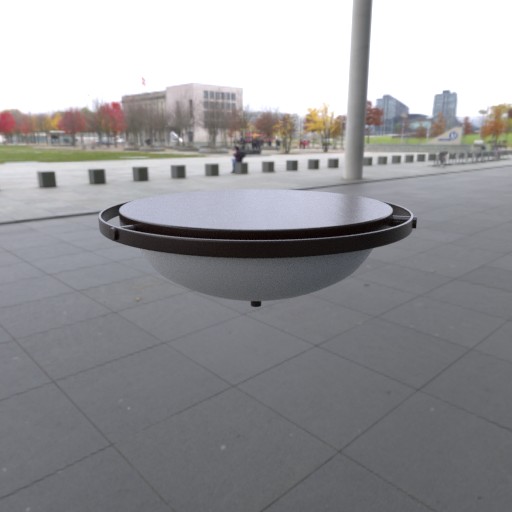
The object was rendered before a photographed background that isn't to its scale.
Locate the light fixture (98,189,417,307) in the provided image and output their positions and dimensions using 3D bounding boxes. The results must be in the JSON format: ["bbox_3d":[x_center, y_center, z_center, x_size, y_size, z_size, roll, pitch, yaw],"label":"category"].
[{"bbox_3d":[0.000,0.000,0.551,0.361,0.130,0.361,0,15,0],"label":"light fixture"}]
